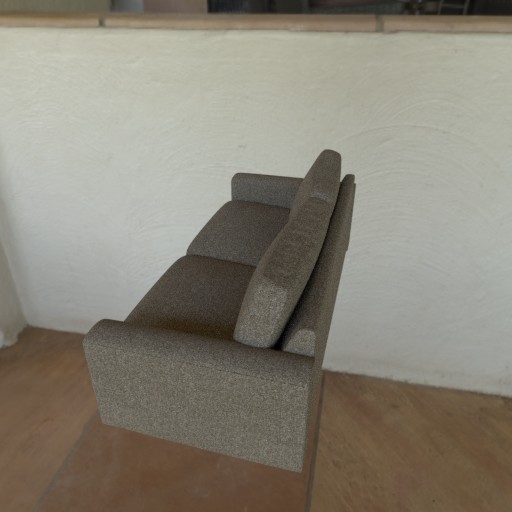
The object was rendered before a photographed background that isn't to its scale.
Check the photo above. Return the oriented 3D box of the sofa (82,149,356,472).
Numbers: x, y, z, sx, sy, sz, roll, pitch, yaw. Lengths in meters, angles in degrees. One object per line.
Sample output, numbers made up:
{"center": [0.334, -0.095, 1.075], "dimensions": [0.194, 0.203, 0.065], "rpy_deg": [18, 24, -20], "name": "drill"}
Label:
{"center": [0.000, 0.000, 2.723], "dimensions": [1.016, 0.873, 2.179], "rpy_deg": [8, 31, 13], "name": "sofa"}
